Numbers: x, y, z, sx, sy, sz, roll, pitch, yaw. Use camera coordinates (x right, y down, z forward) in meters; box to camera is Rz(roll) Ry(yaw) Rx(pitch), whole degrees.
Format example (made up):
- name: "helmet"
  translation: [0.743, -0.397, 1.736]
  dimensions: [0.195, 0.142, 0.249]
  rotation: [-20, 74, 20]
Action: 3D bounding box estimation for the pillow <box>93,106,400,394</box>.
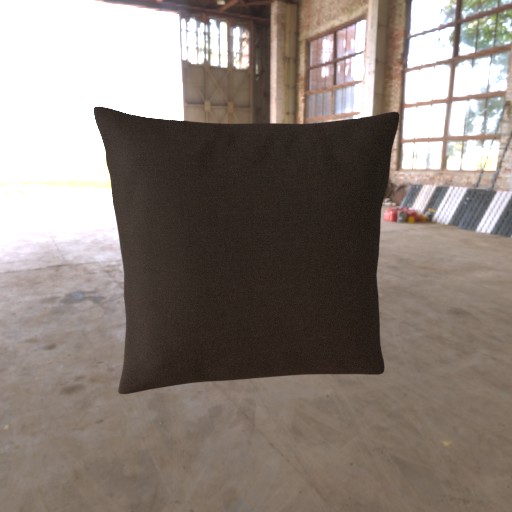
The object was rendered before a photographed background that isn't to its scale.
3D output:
- name: "pillow"
  translation: [0.000, 0.000, 0.799]
  dimensions: [0.523, 0.506, 0.166]
  rotation: [-2, 12, -9]
